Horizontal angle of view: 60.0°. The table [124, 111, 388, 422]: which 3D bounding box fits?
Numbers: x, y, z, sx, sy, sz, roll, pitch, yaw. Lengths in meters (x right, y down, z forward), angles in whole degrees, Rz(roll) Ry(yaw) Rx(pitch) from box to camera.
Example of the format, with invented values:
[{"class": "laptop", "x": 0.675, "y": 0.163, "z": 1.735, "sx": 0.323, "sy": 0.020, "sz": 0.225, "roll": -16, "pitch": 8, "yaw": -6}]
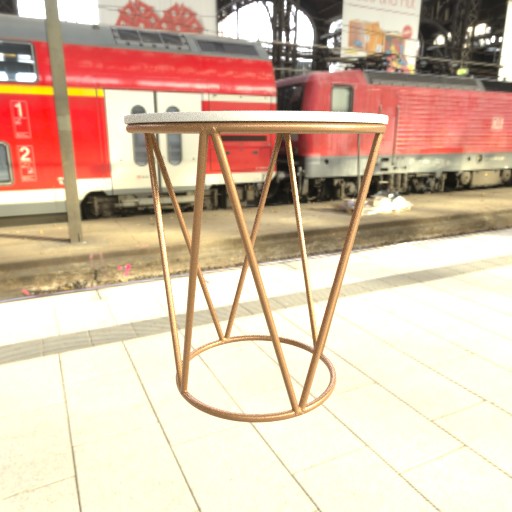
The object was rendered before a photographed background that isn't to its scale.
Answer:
[{"class": "table", "x": 0.000, "y": 0.000, "z": 0.946, "sx": 0.500, "sy": 0.564, "sz": 0.500, "roll": 0, "pitch": 15, "yaw": 0}]
